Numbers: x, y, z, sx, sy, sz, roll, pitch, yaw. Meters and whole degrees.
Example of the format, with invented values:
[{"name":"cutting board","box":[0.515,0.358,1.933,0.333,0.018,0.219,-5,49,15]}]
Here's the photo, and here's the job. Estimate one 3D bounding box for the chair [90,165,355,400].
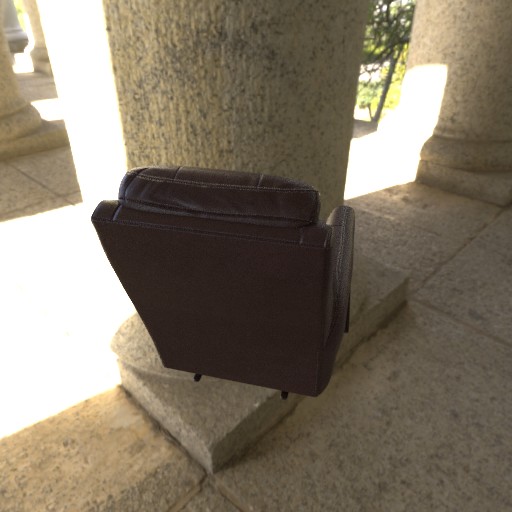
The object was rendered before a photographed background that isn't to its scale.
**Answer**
[{"name":"chair","box":[0.000,0.000,1.832,0.829,1.030,1.080,8,33,12]}]
